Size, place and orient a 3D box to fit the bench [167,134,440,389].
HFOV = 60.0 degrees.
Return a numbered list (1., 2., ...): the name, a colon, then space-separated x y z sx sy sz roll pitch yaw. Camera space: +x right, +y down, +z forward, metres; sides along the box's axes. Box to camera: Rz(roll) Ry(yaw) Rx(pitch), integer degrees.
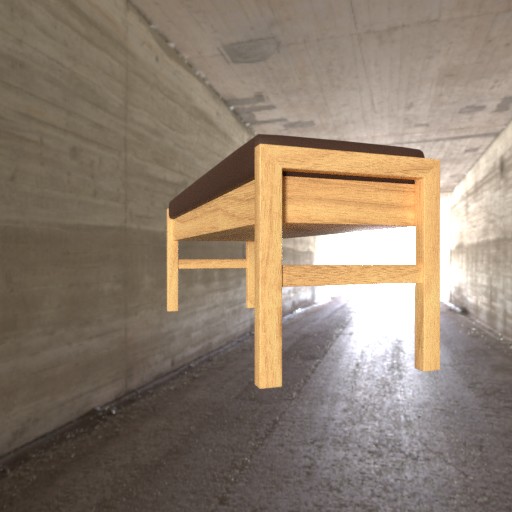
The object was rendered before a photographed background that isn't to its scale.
1. bench: 0.000 0.000 1.434 0.405 0.480 1.200 0 0 -19
